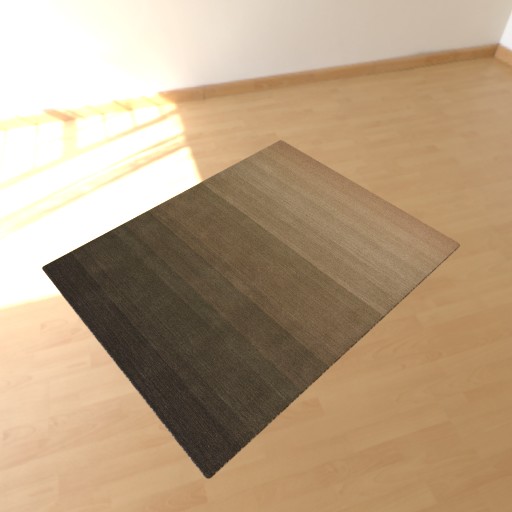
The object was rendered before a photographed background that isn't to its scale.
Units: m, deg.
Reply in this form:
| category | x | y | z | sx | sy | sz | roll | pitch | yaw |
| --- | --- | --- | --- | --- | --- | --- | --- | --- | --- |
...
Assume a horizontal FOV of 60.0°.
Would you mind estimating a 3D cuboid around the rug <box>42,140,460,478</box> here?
| category | x | y | z | sx | sy | sz | roll | pitch | yaw |
| --- | --- | --- | --- | --- | --- | --- | --- | --- | --- |
| rug | 0.000 | 0.000 | 3.889 | 2.902 | 0.017 | 2.306 | -34 | 56 | -27 |
